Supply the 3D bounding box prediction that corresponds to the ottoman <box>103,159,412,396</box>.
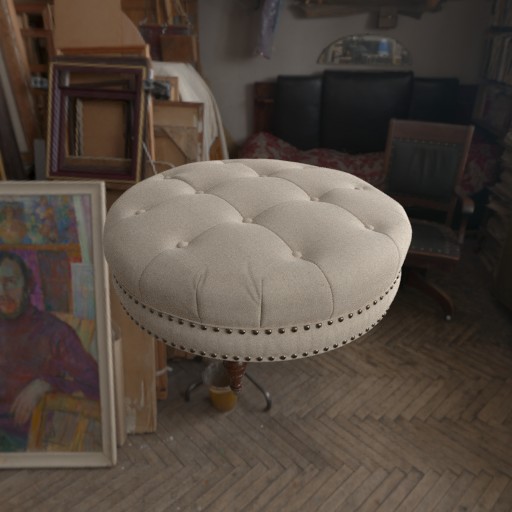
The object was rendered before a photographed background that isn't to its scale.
[{"bbox_3d":[0.000,0.000,1.468,0.940,0.483,0.940,0,30,0],"label":"ottoman"}]
